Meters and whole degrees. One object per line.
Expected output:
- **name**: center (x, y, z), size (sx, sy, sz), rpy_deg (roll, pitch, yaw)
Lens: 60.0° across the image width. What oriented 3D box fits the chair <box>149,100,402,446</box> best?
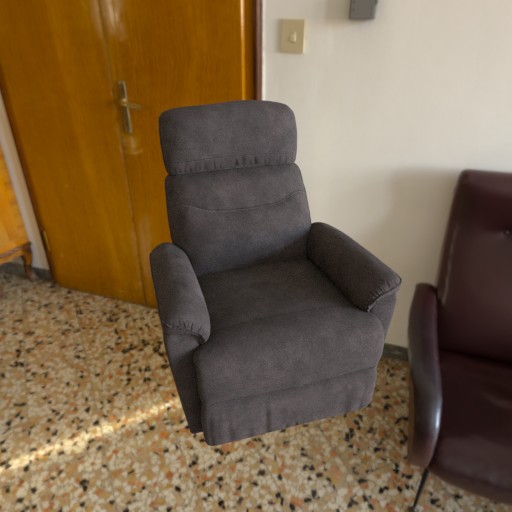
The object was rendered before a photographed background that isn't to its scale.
- **chair**: center (0.000, 0.000, 1.778), size (0.830, 1.035, 1.009), rpy_deg (-8, 31, -14)
